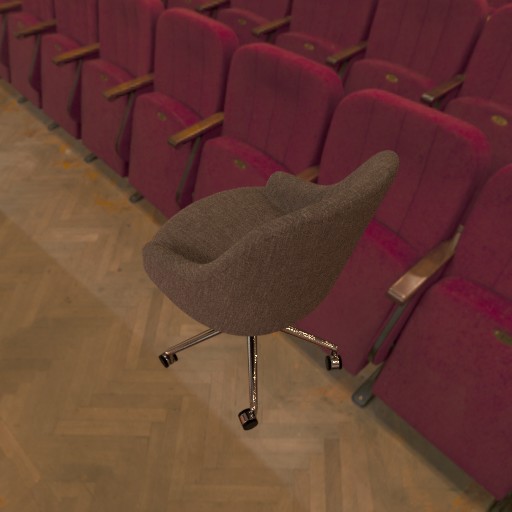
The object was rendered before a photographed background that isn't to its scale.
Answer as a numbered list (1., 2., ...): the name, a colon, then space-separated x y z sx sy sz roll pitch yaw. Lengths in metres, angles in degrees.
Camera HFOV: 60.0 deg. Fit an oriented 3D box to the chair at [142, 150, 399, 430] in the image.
1. chair: 0.000 0.000 1.398 0.671 0.950 0.712 -33 55 -28
